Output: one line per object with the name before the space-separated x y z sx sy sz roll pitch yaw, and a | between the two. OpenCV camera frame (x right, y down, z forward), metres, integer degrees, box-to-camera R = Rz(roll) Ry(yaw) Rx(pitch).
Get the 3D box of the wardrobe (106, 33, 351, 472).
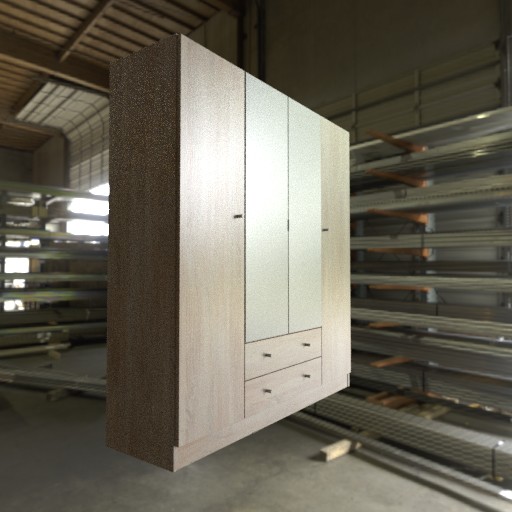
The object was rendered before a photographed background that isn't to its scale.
wardrobe | 0.000 0.000 3.119 0.598 2.159 1.998 -1 -2 36
